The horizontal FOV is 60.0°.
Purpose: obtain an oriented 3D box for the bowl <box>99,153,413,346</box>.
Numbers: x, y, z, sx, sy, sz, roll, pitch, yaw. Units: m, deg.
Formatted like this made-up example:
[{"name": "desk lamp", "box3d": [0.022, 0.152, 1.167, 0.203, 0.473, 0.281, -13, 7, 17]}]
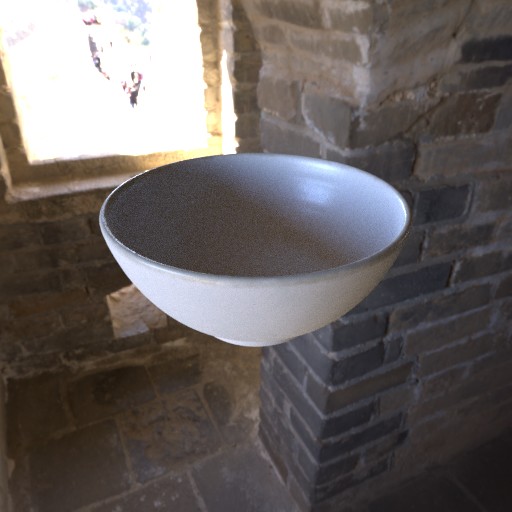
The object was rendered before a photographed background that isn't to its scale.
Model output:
[{"name": "bowl", "box3d": [0.000, 0.000, 0.425, 0.268, 0.121, 0.268, 0, 30, 0]}]
